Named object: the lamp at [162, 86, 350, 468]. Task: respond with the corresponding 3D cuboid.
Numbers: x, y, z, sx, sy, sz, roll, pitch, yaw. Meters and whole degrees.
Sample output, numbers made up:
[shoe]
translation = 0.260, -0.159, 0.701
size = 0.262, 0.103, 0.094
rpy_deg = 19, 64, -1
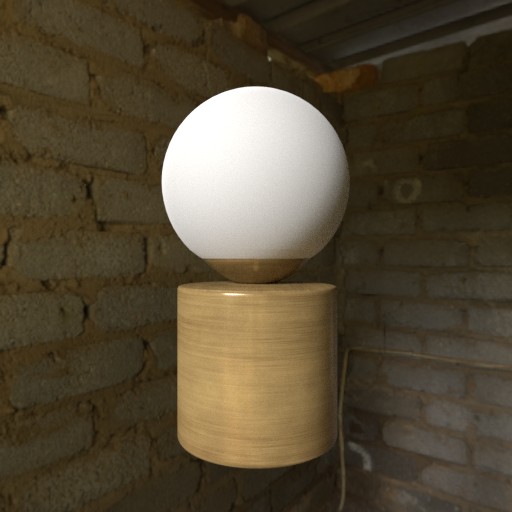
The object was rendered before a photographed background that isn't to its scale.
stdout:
[lamp]
translation = 0.000, 0.000, 0.335
size = 0.141, 0.250, 0.152
rpy_deg = 0, 0, -2
